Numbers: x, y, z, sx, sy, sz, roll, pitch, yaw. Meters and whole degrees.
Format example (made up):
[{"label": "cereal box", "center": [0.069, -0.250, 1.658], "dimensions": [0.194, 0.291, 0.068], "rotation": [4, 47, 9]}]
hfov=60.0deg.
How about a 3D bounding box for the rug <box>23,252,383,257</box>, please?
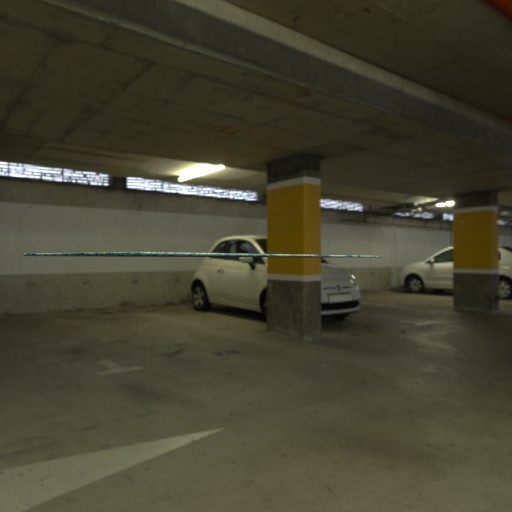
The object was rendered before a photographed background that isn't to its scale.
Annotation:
[{"label": "rug", "center": [0.000, 0.000, 2.683], "dimensions": [0.750, 0.011, 2.435], "rotation": [0, 0, 35]}]
